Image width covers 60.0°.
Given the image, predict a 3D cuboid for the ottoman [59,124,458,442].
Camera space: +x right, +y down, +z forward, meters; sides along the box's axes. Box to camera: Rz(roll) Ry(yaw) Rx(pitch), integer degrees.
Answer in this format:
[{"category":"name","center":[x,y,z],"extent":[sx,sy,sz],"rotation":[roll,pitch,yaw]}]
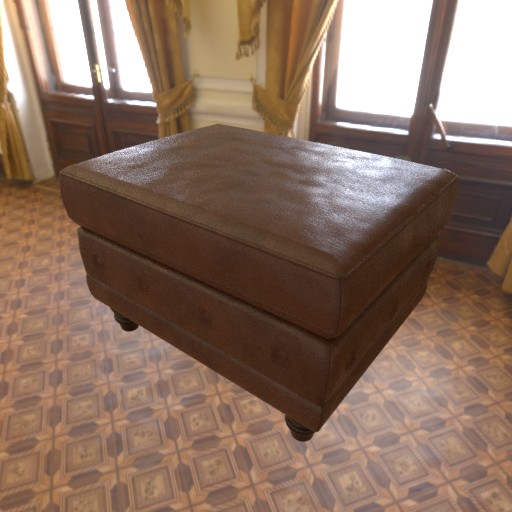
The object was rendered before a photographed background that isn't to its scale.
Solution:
[{"category":"ottoman","center":[0.000,0.000,1.170],"extent":[0.795,0.509,0.588],"rotation":[21,36,32]}]
